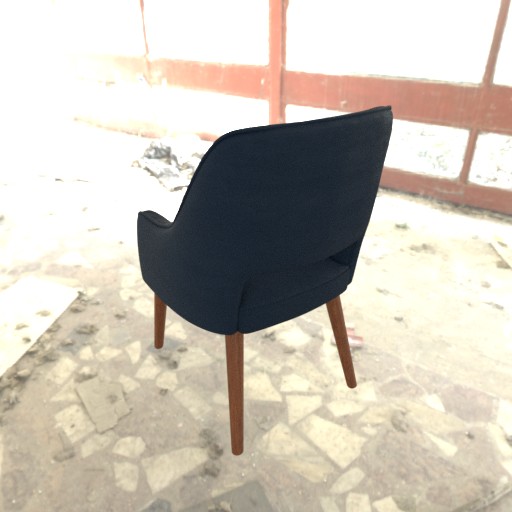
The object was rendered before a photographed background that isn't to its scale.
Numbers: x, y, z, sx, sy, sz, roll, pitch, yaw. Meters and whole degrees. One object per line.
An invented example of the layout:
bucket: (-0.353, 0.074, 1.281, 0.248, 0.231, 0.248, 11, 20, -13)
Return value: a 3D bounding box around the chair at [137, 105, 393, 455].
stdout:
chair: (0.000, 0.000, 1.219, 0.559, 0.844, 0.591, -18, 34, -29)
